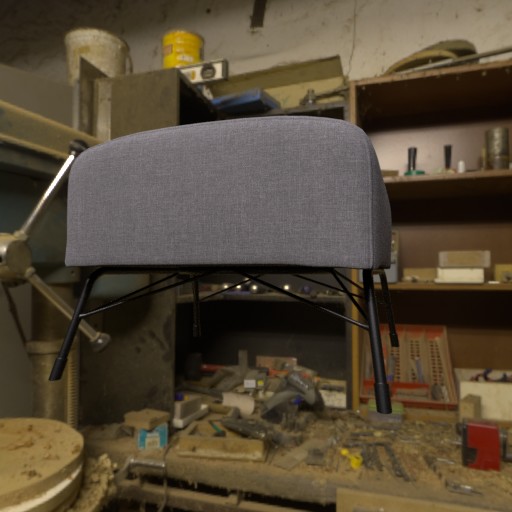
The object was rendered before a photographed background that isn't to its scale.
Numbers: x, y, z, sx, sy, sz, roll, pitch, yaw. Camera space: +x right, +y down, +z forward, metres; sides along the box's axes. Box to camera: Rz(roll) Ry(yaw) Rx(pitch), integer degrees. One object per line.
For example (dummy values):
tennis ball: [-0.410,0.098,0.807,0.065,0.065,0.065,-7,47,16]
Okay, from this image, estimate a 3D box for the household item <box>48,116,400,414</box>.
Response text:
household item: [0.000,0.000,0.881,0.530,0.410,0.530,-1,-2,19]
